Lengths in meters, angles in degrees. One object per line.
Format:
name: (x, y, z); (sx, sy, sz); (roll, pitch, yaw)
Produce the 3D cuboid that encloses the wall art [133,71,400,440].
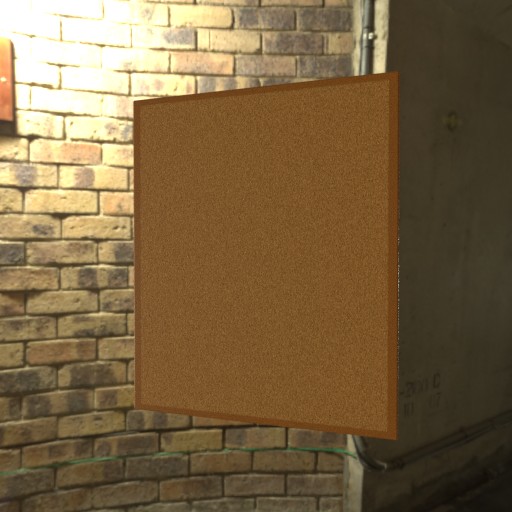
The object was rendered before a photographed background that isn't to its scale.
wall art: (0.000, 0.000, 0.505); (0.310, 0.379, 0.015); (0, 1, 17)
